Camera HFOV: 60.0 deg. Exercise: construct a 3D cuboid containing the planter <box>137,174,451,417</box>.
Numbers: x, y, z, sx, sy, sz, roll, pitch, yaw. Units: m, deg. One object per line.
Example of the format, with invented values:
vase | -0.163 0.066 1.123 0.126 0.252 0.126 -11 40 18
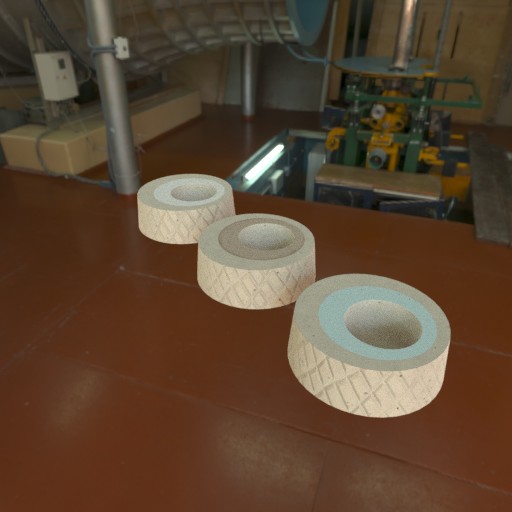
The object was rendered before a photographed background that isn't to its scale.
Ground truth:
planter | 0.000 0.000 0.419 0.114 0.038 0.390 -20 37 -30
